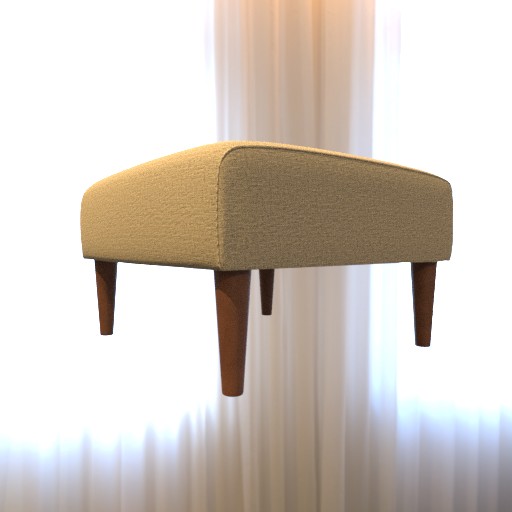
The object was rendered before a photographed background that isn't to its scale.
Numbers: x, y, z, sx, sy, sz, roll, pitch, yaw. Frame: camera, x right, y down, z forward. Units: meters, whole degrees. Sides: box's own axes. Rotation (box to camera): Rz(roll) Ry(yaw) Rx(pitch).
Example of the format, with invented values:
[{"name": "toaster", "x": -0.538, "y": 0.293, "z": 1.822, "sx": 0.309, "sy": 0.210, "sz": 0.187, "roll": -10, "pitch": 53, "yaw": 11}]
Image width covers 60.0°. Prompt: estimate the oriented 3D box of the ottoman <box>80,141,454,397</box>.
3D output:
[{"name": "ottoman", "x": 0.000, "y": 0.000, "z": 1.045, "sx": 0.649, "sy": 0.398, "sz": 0.650, "roll": -1, "pitch": 2, "yaw": -38}]
